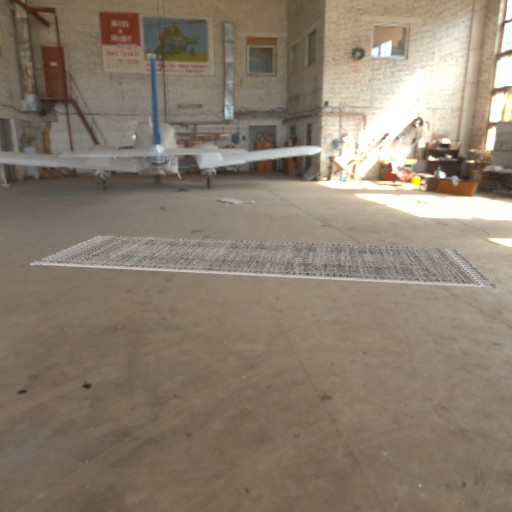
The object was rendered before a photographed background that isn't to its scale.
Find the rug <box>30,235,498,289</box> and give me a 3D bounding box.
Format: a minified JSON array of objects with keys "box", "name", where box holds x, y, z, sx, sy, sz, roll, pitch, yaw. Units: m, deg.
[{"box":[0.000,0.000,2.663,2.480,0.013,0.786,2,15,9],"name":"rug"}]
